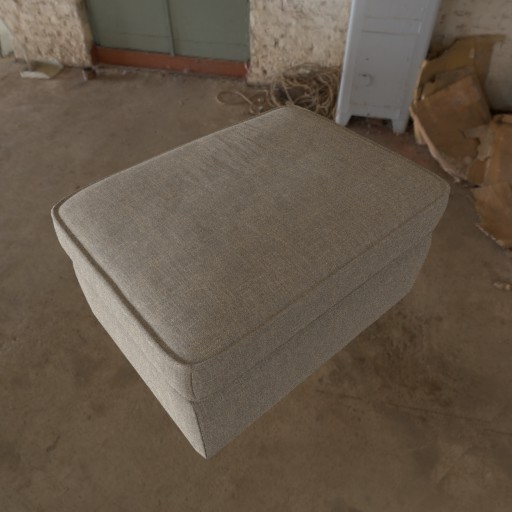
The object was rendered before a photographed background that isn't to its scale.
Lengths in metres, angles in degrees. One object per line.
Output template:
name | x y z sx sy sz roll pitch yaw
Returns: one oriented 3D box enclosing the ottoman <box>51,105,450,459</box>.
ottoman | 0.000 0.000 1.109 0.762 0.457 0.559 -31 53 -27
